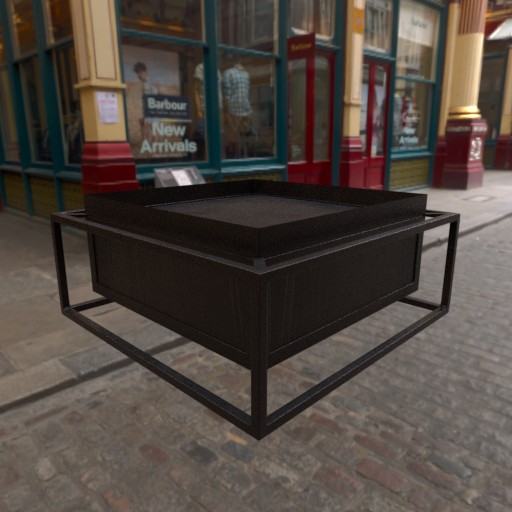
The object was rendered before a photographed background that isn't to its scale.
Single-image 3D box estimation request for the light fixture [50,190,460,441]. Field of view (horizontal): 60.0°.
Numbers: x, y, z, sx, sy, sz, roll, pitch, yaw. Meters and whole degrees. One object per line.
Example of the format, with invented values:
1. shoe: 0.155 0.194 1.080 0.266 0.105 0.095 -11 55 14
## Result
1. light fixture: 0.000 0.000 0.689 0.441 0.191 0.441 14 20 43
